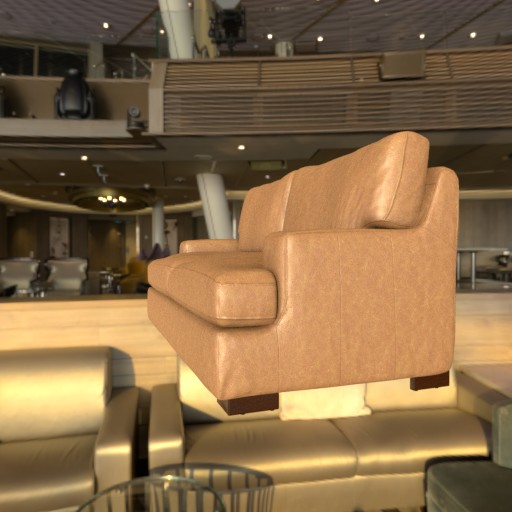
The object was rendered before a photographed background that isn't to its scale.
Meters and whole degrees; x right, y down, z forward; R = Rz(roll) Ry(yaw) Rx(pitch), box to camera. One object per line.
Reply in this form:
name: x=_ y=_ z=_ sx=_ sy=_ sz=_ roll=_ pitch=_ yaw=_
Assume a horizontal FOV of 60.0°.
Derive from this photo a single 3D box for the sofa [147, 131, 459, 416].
sofa: x=0.000 y=0.000 z=2.359 sx=0.962 sy=0.980 sz=1.855 roll=0 pitch=1 yaw=-20
